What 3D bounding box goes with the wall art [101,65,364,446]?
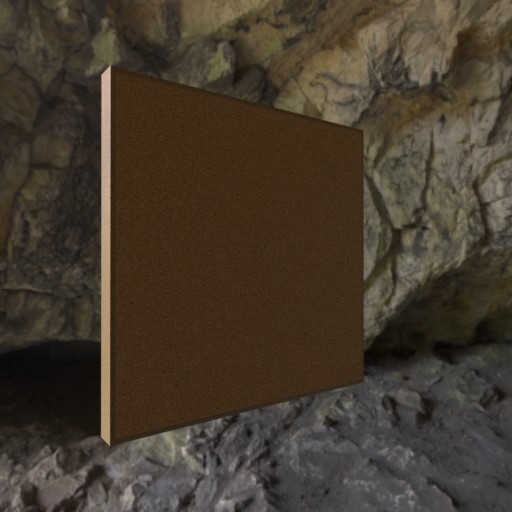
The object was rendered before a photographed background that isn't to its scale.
[{"bbox_3d":[0.000,0.000,0.761,0.513,0.511,0.038,0,0,-36],"label":"wall art"}]
